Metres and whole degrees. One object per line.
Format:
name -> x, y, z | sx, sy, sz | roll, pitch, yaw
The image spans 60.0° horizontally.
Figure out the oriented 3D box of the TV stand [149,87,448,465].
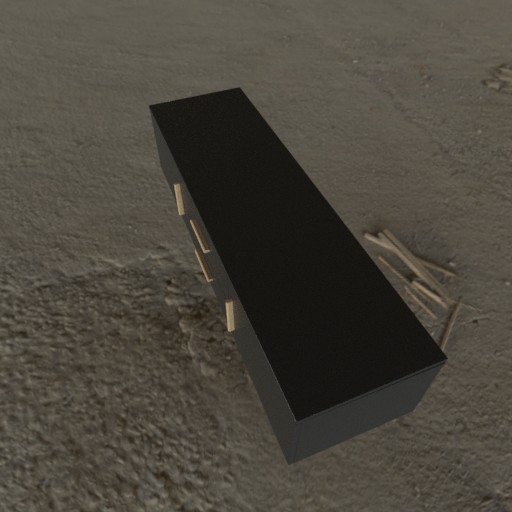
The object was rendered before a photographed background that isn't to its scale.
TV stand -> 0.000, 0.000, 1.530 | 0.390, 0.518, 1.312 | -17, 51, -14
